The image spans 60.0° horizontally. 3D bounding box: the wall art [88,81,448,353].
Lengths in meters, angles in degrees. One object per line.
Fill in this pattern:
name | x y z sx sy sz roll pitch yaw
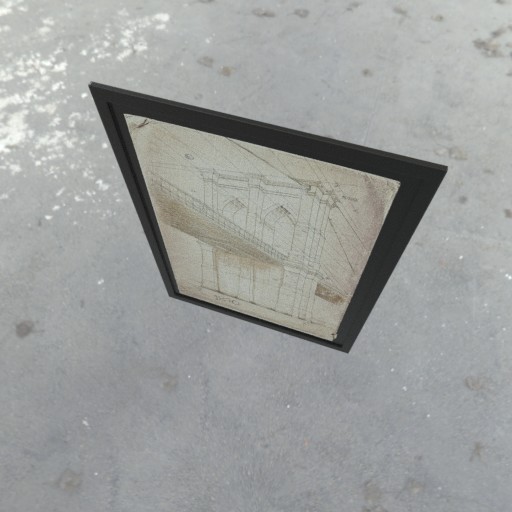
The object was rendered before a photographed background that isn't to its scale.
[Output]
wall art | 0.000 0.000 1.246 0.707 0.967 0.013 16 60 10
